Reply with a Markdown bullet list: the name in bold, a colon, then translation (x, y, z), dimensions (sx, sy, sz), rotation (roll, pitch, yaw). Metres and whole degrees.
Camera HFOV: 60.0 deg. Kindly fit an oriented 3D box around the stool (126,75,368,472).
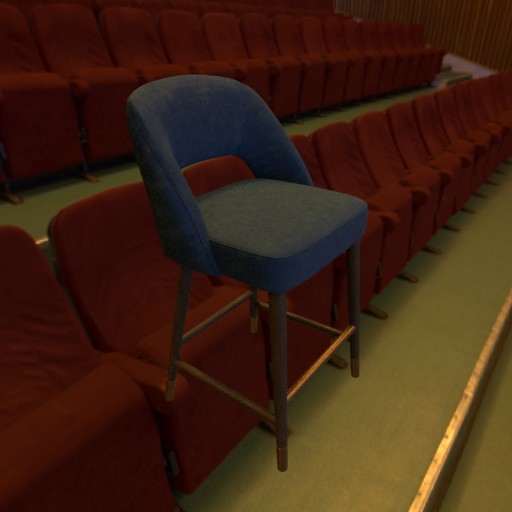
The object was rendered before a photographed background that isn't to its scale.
- **stool**: translation (0.000, 0.000, 1.248), dimensions (0.524, 0.925, 0.536), rotation (18, 31, 32)
